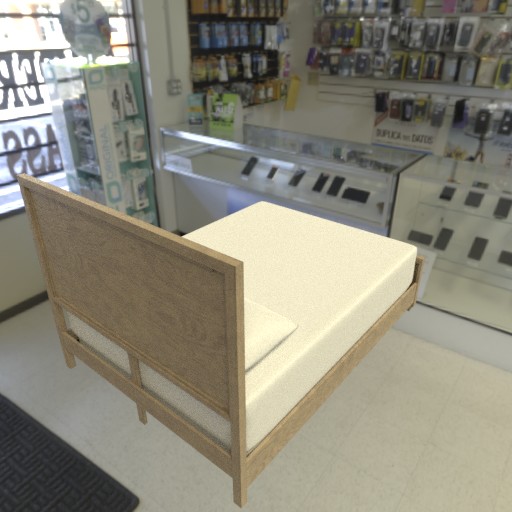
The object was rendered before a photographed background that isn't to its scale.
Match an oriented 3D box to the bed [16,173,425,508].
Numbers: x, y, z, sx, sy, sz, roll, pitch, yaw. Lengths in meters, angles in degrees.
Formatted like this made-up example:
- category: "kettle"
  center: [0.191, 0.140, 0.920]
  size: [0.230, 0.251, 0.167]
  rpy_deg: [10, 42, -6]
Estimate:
- category: "bed"
  center: [0.000, 0.000, 3.054]
  size: [1.606, 1.369, 2.189]
  rpy_deg: [21, 35, 34]
